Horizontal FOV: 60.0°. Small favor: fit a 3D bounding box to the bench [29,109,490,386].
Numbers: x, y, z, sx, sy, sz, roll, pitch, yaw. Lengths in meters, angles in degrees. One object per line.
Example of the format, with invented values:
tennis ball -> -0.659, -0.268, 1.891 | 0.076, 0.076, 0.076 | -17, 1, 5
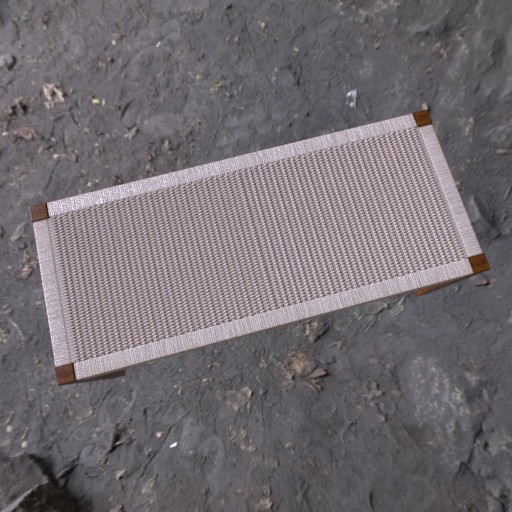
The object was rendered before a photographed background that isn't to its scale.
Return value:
bench -> 0.000, 0.000, 1.458 | 1.198, 0.457, 0.507 | -14, 77, -3
